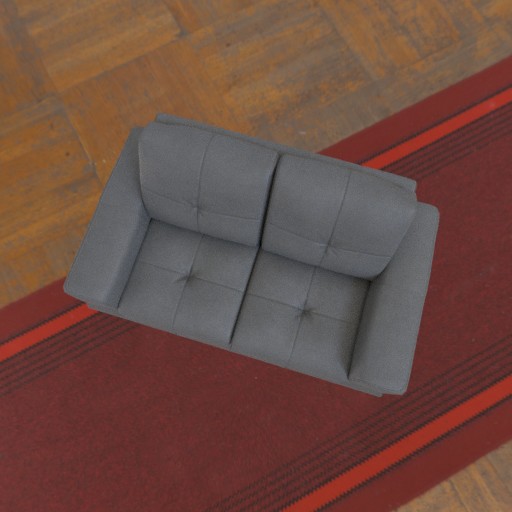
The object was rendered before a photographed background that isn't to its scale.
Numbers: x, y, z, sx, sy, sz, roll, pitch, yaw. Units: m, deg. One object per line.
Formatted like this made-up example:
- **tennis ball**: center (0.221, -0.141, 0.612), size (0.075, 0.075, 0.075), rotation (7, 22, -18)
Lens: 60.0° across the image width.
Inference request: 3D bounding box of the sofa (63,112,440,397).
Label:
- **sofa**: center (0.000, 0.000, 2.380), size (1.806, 0.907, 1.018), rotation (16, 75, 4)
